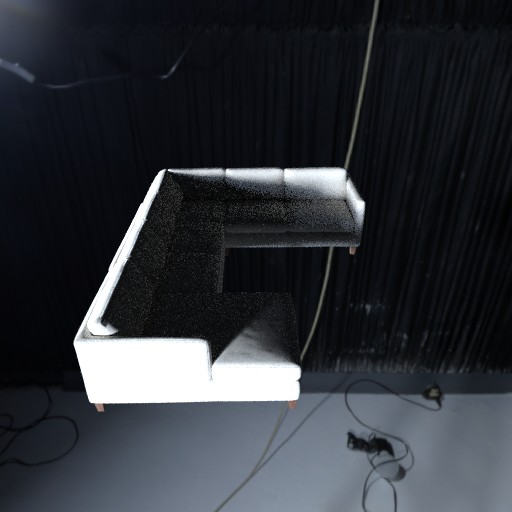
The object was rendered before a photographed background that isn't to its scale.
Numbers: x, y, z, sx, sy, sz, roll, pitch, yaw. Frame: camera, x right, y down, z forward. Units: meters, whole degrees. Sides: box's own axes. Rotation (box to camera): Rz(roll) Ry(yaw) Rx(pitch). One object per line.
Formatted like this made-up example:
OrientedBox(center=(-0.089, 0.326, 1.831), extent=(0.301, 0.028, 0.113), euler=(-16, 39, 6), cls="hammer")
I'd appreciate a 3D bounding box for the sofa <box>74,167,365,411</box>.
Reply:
OrientedBox(center=(0.000, 0.000, 4.492), extent=(2.551, 0.853, 3.238), euler=(0, 31, -1), cls="sofa")
